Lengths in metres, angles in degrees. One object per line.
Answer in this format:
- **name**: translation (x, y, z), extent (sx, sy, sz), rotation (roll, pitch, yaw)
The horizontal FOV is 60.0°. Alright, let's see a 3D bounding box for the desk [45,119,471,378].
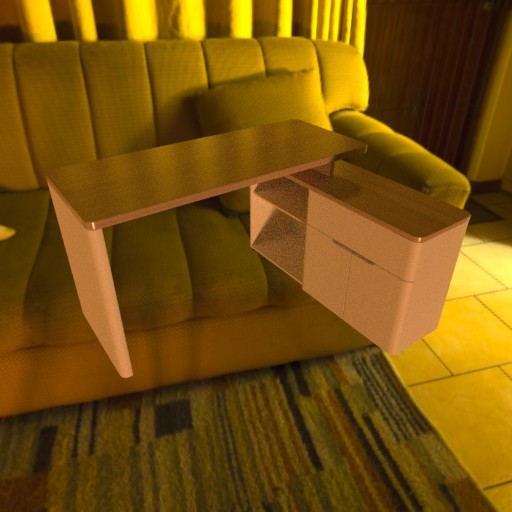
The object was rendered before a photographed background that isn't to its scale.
- **desk**: translation (0.000, 0.000, 2.043), extent (1.400, 0.770, 1.175), rotation (-21, 38, -29)
